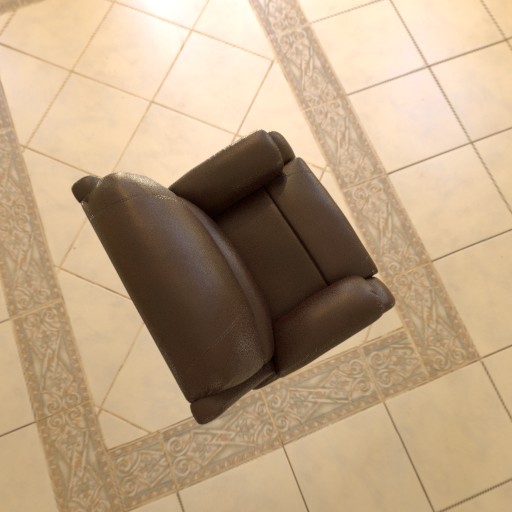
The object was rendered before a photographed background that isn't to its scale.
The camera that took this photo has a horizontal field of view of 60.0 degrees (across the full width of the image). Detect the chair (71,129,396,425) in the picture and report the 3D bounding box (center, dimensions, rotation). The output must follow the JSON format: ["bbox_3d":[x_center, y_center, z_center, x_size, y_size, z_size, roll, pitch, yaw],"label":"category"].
[{"bbox_3d":[0.000,0.000,1.784,0.899,1.011,0.930,-30,78,-7],"label":"chair"}]
